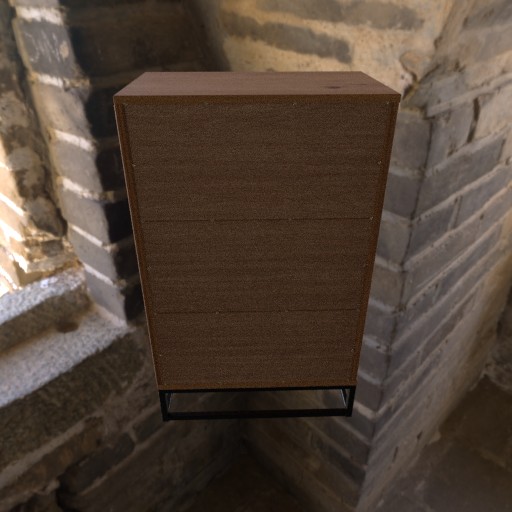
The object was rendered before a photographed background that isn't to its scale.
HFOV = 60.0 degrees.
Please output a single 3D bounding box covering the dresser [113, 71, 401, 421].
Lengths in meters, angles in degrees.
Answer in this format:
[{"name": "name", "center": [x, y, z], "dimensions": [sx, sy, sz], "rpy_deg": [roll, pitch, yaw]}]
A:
[{"name": "dresser", "center": [0.000, 0.000, 1.671], "dimensions": [0.761, 1.240, 0.479], "rpy_deg": [-1, 30, -2]}]
